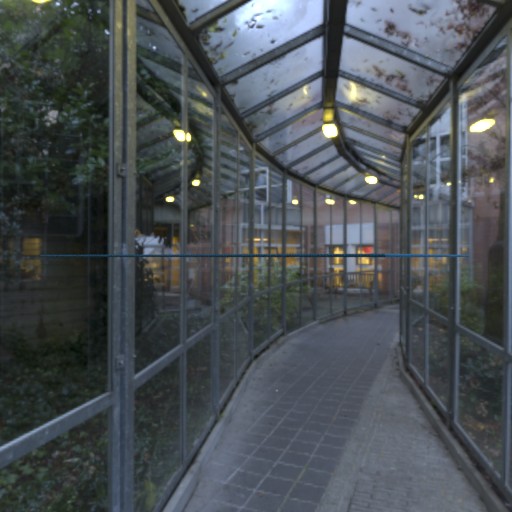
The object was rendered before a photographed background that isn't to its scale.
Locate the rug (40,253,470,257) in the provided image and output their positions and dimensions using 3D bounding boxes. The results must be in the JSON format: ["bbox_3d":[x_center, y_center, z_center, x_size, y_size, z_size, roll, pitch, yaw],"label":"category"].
[{"bbox_3d":[0.000,0.000,2.815,2.213,0.013,1.594,0,0,35],"label":"rug"}]
